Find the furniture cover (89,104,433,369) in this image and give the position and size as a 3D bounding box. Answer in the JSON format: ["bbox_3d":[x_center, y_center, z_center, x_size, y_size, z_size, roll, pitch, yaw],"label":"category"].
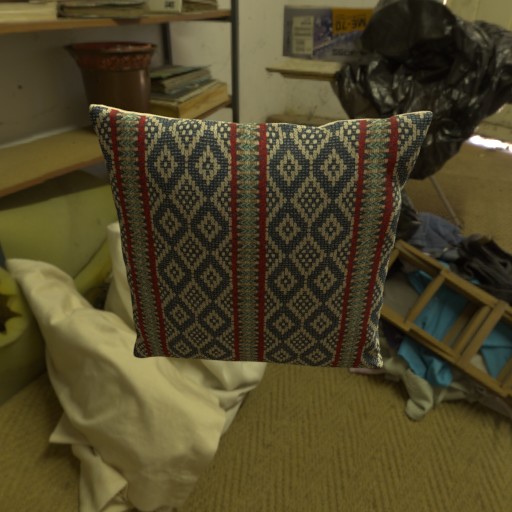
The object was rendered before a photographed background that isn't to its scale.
[{"bbox_3d":[0.000,0.000,0.660,0.431,0.431,0.139,2,31,3],"label":"furniture cover"}]
